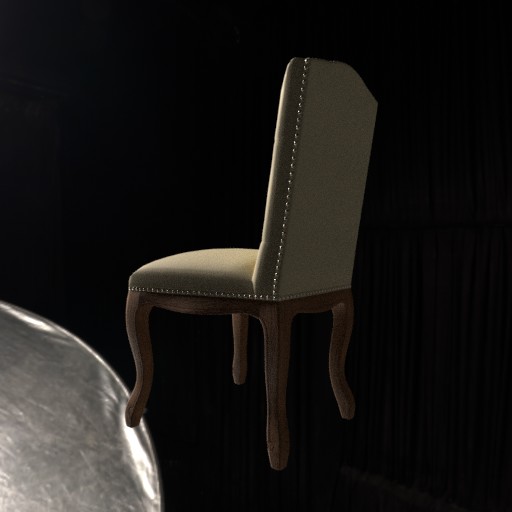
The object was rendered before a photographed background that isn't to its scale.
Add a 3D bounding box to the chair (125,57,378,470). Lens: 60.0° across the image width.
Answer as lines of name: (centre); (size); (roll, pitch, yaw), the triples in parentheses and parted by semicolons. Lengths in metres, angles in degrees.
chair: (0.000, 0.000, 1.552); (0.715, 1.165, 0.623); (1, 2, 37)
